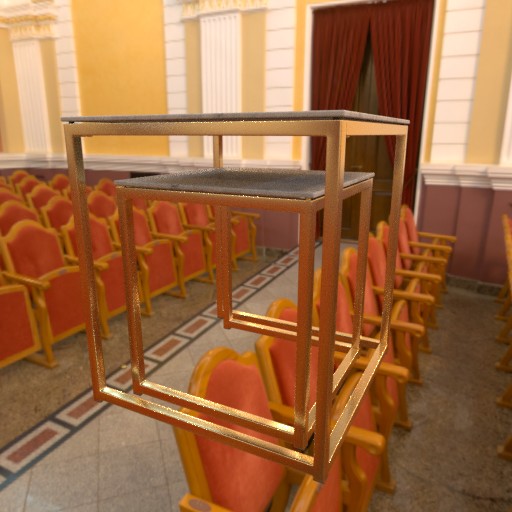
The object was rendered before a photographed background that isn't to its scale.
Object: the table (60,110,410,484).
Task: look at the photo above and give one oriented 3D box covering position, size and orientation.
[{"bbox_3d":[0.000,0.000,0.845,0.450,0.500,0.450,8,17,26],"label":"table"}]
